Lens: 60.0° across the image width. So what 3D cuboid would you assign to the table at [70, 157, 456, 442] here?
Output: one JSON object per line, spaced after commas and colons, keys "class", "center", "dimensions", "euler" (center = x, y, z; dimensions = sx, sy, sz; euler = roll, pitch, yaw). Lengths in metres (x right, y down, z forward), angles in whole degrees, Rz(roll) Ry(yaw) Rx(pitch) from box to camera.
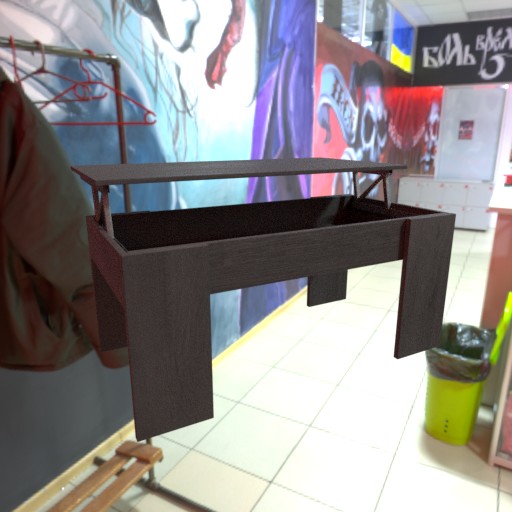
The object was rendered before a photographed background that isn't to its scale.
{"class": "table", "center": [0.000, 0.000, 1.454], "dimensions": [1.000, 0.570, 0.711], "euler": [-8, 18, -27]}
